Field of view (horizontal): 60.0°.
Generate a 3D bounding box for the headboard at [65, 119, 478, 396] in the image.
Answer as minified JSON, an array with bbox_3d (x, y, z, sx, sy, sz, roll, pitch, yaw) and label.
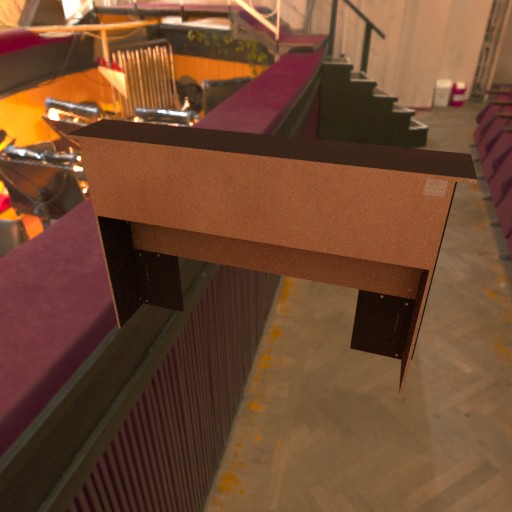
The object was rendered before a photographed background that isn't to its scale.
[{"bbox_3d":[0.000,0.000,2.121,1.671,1.092,0.279,10,33,15],"label":"headboard"}]
